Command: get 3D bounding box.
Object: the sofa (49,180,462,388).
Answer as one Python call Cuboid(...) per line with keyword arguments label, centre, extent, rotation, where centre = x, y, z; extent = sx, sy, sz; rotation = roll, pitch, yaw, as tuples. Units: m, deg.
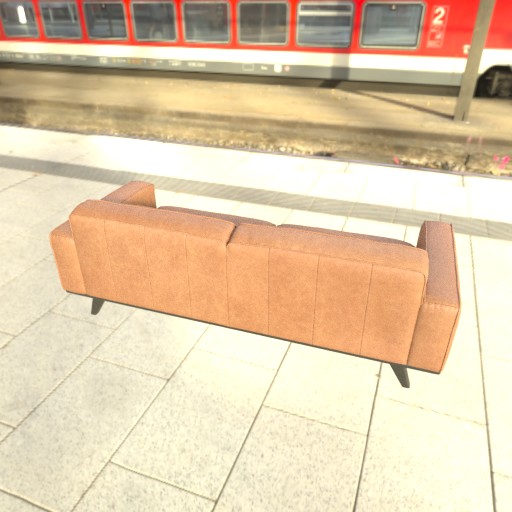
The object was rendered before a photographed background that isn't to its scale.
Cuboid(label="sofa", centre=(0.000, 0.000, 2.723), extent=(2.270, 0.780, 0.953), rotation=(10, 32, 16))
